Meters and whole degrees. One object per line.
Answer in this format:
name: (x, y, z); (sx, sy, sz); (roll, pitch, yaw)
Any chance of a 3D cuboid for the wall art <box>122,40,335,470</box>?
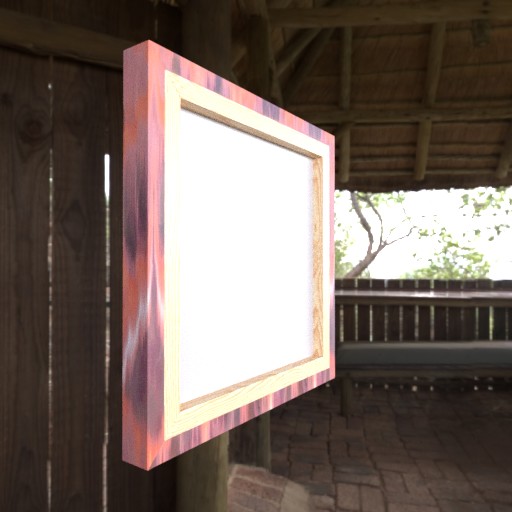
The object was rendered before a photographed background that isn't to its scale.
wall art: (0.000, 0.000, 0.592); (0.038, 0.406, 0.403); (0, -1, 36)
